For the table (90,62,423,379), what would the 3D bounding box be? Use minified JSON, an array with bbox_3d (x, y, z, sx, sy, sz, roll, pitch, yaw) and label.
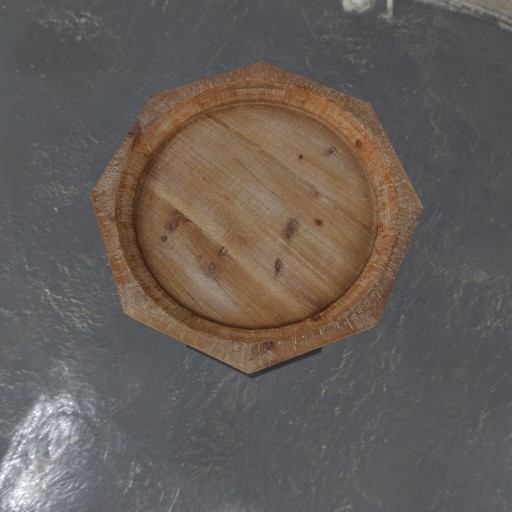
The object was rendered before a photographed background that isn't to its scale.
[{"bbox_3d":[0.000,0.000,0.869,0.458,0.543,0.458,2,74,1],"label":"table"}]
